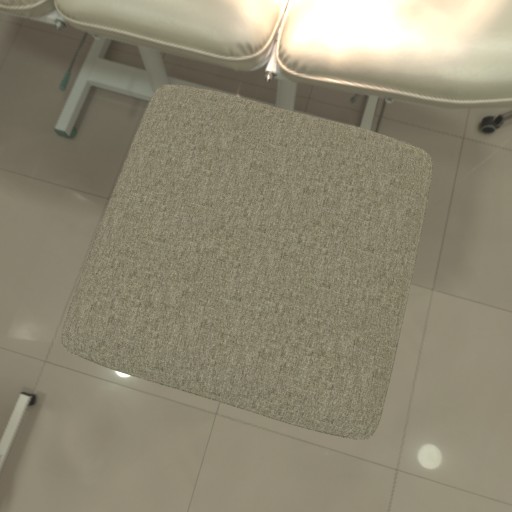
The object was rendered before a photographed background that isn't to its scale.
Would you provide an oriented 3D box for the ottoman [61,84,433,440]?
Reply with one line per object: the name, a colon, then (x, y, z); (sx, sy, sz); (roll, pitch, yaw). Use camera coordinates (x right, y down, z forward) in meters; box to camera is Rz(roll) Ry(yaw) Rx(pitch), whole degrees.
ottoman: (0.000, 0.000, 1.620); (1.039, 0.526, 1.035); (16, 77, 4)
